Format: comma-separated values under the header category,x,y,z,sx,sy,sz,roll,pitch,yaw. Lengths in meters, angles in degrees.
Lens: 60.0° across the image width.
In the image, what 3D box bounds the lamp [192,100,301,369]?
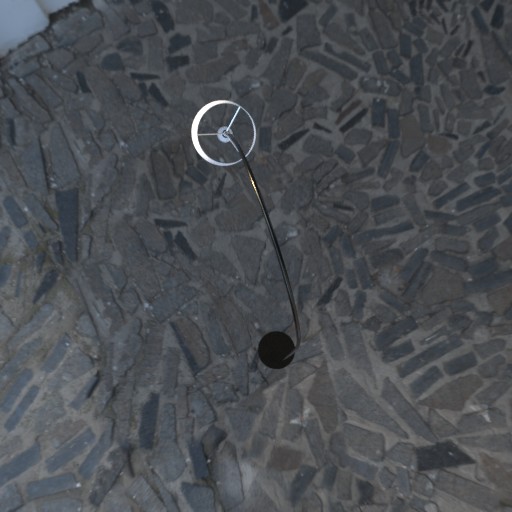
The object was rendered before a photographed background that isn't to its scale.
category,x,y,z,sx,sy,sz,roll,pitch,yaw
lamp,0.000,0.000,2.712,0.331,2.104,1.363,-18,75,-5
